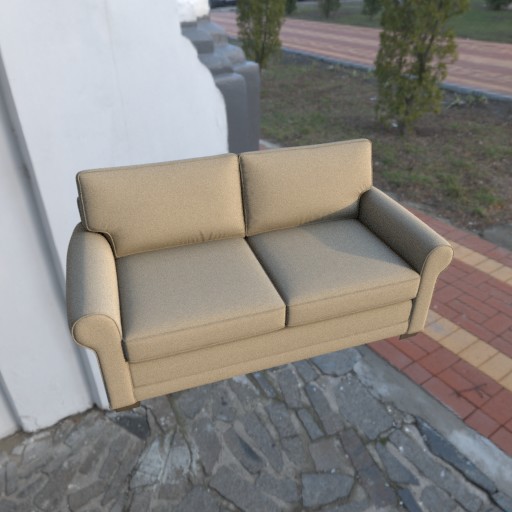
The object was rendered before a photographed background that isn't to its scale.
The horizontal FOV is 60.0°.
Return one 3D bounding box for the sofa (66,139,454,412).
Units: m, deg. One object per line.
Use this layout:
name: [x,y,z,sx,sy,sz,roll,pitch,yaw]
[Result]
sofa: [0.000,0.000,2.430,1.930,0.952,0.940,-10,34,-16]
